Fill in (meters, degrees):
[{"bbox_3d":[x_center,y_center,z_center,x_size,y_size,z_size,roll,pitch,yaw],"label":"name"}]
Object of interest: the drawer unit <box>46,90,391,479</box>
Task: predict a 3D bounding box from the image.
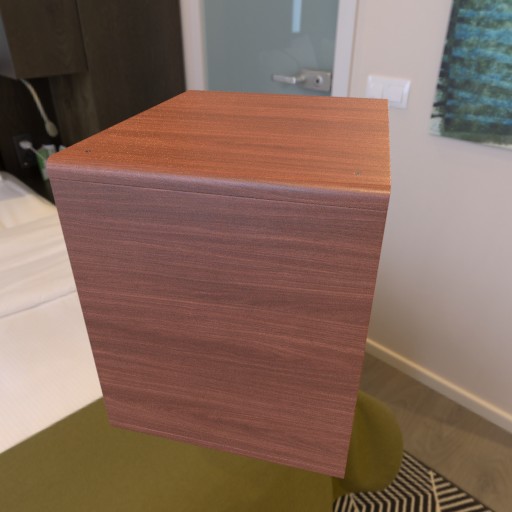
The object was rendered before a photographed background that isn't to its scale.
[{"bbox_3d":[0.000,0.000,0.587,0.290,0.351,0.349,7,31,12],"label":"drawer unit"}]
